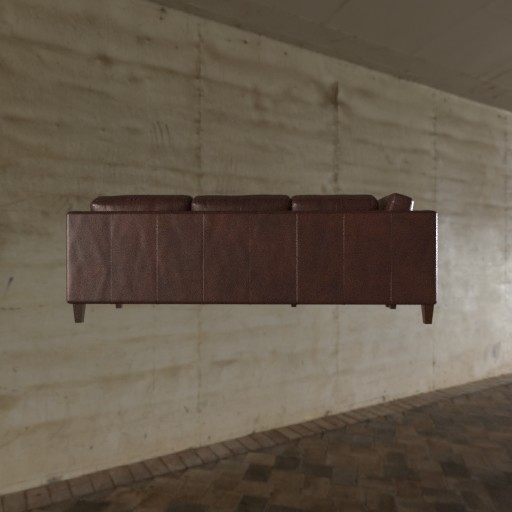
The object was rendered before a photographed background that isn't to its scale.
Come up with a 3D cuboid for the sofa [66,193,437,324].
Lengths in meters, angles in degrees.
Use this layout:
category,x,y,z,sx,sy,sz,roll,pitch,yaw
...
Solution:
category,x,y,z,sx,sy,sz,roll,pitch,yaw
sofa,0.000,0.000,4.565,2.452,0.891,3.324,0,0,1
